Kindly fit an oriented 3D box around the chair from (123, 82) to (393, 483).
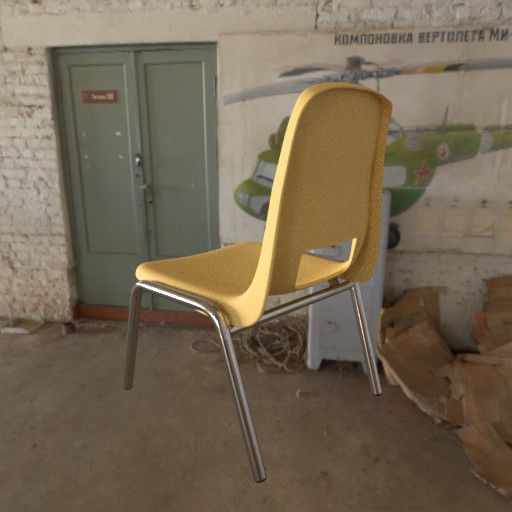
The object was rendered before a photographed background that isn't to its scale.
[{"bbox_3d":[0.000,0.000,0.777,0.354,0.536,0.385,-14,20,-43],"label":"chair"}]
